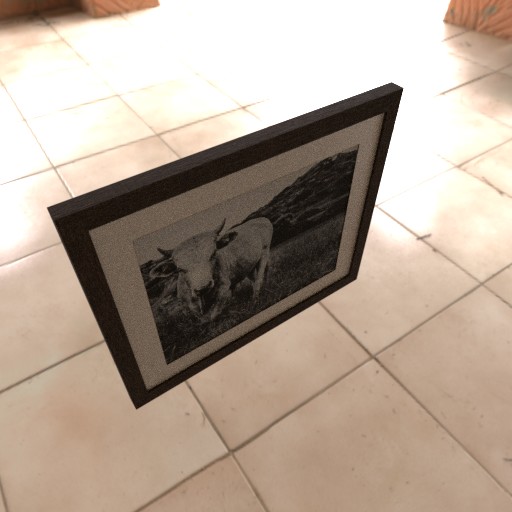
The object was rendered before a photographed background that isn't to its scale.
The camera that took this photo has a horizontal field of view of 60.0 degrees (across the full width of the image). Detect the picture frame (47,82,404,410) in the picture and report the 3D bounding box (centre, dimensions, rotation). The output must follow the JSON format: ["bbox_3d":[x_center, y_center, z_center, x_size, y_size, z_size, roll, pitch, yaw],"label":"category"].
[{"bbox_3d":[0.000,0.000,0.754,0.546,0.455,0.026,-27,52,-23],"label":"picture frame"}]
